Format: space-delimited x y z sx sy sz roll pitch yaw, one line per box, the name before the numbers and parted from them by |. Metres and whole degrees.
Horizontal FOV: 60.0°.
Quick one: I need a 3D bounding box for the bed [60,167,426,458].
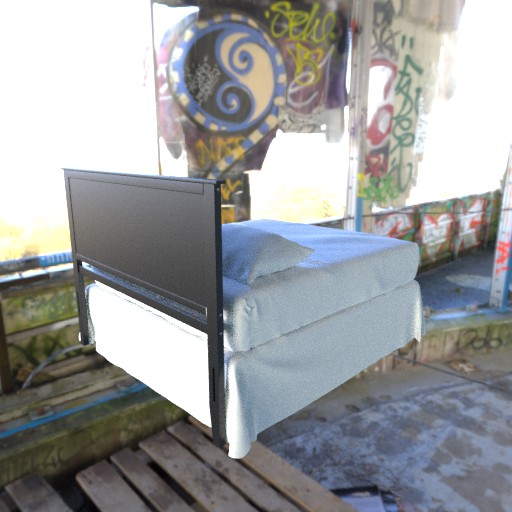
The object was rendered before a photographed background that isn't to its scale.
bed | 0.000 0.000 3.208 2.050 1.270 1.870 -13 19 -42
